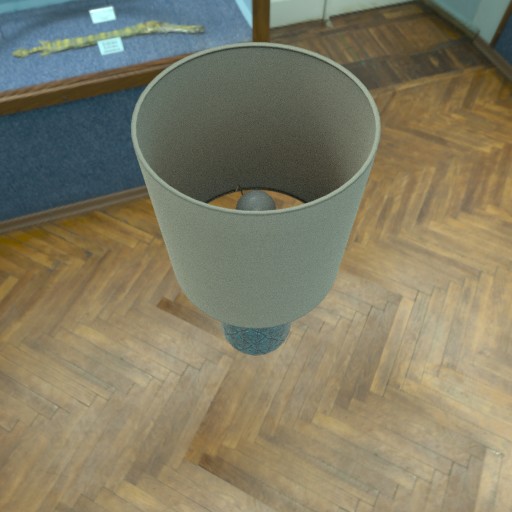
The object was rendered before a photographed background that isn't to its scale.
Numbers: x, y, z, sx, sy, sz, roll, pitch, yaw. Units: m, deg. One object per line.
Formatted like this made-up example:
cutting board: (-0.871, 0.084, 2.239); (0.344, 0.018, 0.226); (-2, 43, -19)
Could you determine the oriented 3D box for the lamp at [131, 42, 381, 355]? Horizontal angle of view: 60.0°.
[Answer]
lamp: (0.000, 0.000, 0.752); (0.278, 0.597, 0.278); (-14, 59, -9)
